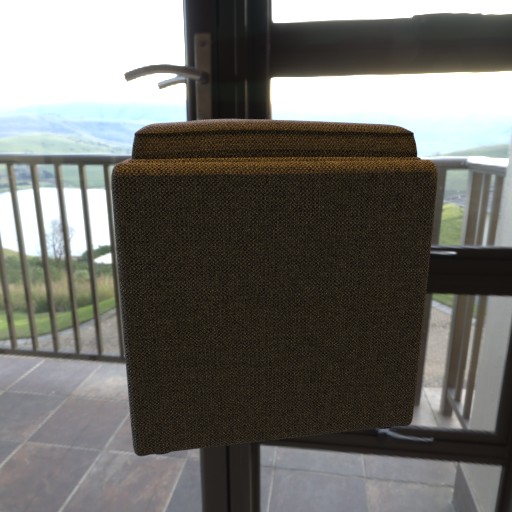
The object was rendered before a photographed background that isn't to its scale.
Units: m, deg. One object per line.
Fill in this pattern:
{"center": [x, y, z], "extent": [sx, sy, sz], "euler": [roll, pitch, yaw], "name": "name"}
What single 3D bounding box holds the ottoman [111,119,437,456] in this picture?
{"center": [0.000, 0.000, 0.825], "extent": [0.436, 0.487, 0.454], "euler": [-3, 15, -9], "name": "ottoman"}
